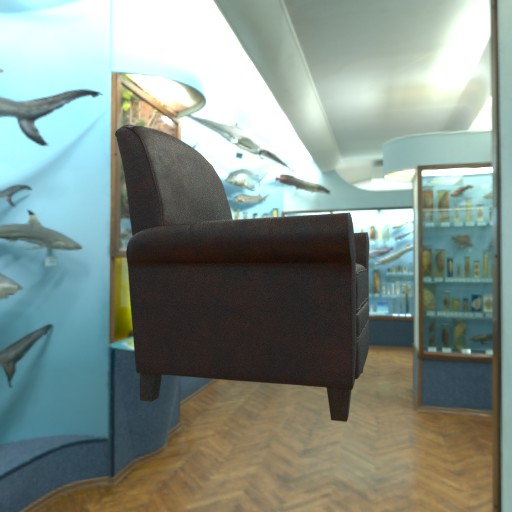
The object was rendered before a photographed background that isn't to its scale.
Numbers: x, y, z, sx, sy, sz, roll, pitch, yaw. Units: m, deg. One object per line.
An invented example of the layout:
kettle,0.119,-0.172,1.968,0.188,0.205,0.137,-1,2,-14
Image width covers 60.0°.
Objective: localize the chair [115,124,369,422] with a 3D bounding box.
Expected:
chair,0.000,0.000,1.861,0.902,1.061,0.978,0,-1,18
